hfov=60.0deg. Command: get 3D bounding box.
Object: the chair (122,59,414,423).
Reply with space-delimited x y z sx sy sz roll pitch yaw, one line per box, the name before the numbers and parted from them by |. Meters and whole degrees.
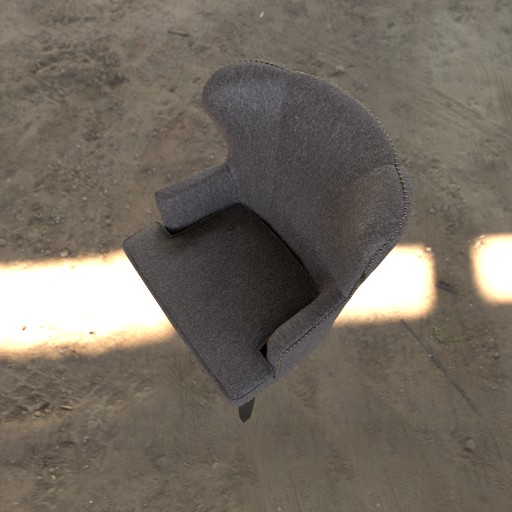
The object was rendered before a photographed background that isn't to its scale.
chair | 0.000 0.000 1.607 0.758 1.060 0.759 -34 68 -16
